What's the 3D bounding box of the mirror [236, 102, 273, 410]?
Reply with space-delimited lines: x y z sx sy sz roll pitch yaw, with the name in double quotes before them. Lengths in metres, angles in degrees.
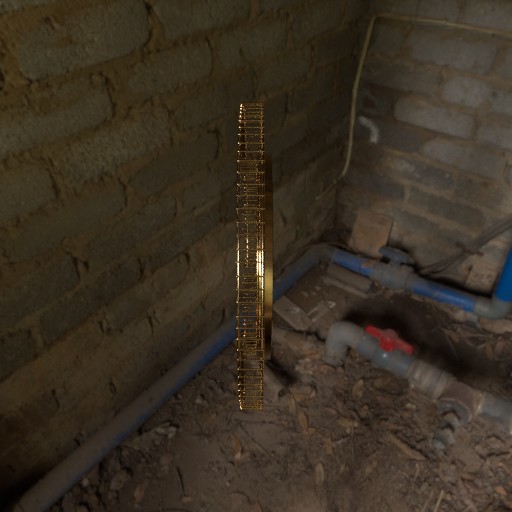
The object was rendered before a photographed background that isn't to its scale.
"mirror" 0.000 0.000 1.072 0.067 0.703 0.703 0 40 0
